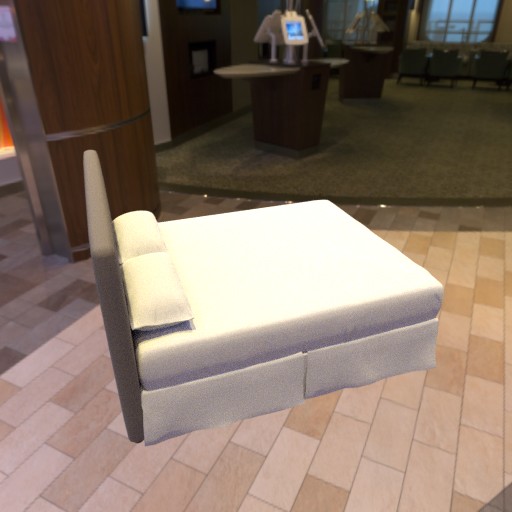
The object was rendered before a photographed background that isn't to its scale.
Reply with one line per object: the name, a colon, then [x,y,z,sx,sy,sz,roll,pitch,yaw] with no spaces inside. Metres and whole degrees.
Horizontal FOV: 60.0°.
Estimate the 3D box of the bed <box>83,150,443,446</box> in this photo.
bed: [0.000,0.000,3.209,2.142,1.330,1.748,-10,30,-17]
